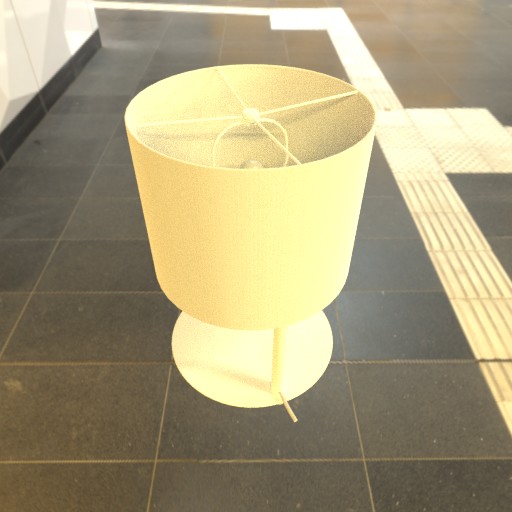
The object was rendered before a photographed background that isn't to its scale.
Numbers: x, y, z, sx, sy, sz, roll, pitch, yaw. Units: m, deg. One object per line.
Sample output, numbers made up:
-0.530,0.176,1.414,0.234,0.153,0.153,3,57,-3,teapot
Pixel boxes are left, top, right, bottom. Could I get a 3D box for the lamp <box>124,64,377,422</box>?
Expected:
0.000,0.000,0.673,0.299,0.454,0.341,-14,43,-15,lamp
